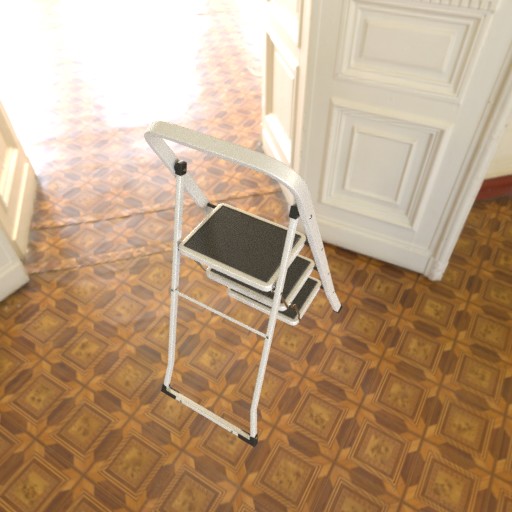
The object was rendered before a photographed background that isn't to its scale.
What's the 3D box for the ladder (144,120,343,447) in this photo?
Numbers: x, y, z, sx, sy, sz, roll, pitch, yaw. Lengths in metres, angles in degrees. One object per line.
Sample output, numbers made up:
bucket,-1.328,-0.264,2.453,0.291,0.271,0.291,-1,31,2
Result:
ladder,0.000,0.000,1.419,0.460,1.050,0.711,23,51,20
